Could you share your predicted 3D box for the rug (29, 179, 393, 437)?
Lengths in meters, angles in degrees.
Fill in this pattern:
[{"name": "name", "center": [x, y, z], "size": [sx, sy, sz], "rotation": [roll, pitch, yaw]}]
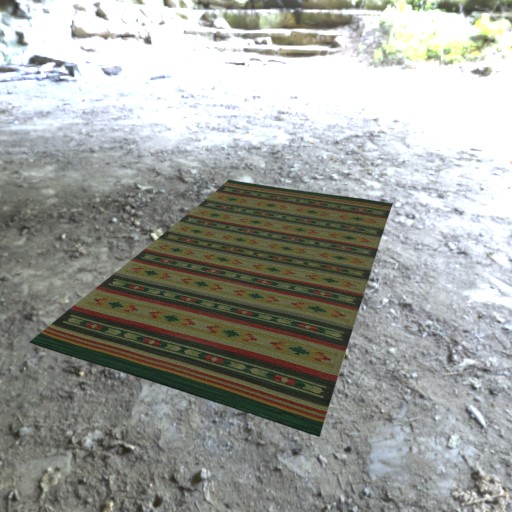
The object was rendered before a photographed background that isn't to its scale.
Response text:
[{"name": "rug", "center": [0.000, 0.000, 2.998], "size": [1.520, 0.011, 2.447], "rotation": [11, 33, 18]}]
